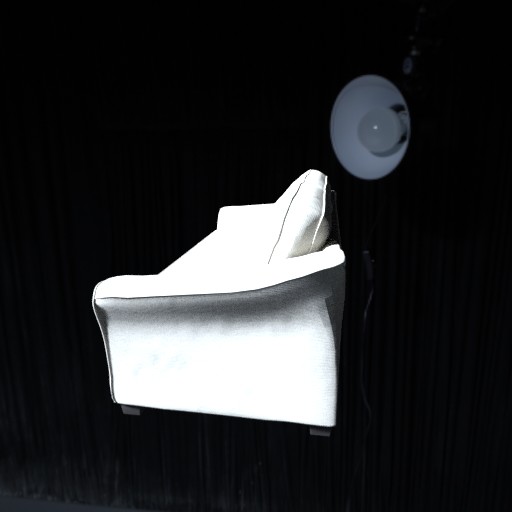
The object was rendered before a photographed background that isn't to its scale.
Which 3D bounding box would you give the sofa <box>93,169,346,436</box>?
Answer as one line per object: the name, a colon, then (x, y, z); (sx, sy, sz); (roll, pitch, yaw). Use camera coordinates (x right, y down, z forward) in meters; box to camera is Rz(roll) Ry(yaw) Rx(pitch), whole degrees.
sofa: (0.000, 0.000, 2.708); (0.980, 0.965, 2.270); (2, 15, 9)
